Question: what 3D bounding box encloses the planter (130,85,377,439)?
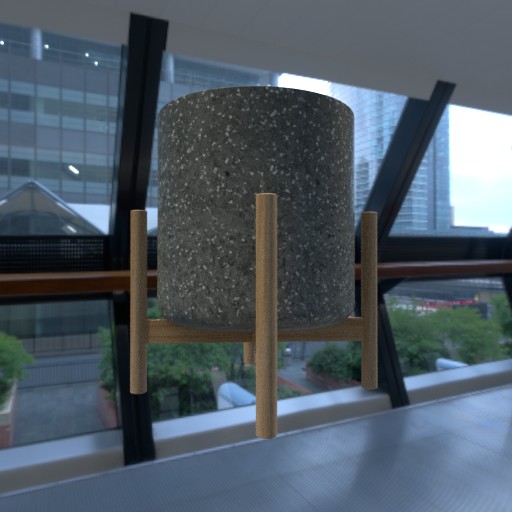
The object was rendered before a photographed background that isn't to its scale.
[{"bbox_3d":[0.000,0.000,0.698,0.360,0.419,0.360,0,-1,19],"label":"planter"}]
